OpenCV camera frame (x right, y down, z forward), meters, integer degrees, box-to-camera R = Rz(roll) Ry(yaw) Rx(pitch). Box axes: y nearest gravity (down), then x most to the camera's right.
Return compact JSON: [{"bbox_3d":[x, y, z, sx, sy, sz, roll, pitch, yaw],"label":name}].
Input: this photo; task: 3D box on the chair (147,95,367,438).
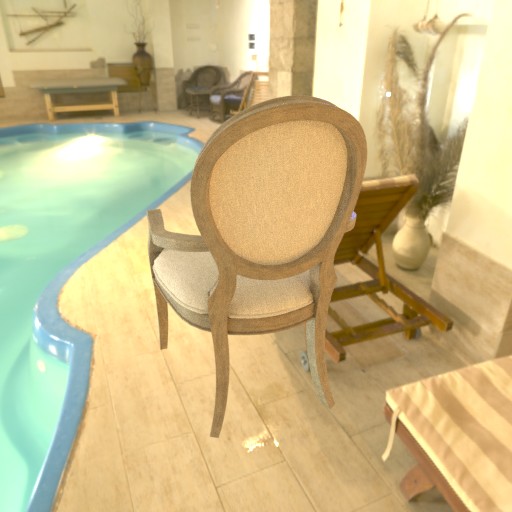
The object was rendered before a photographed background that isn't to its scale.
[{"bbox_3d":[0.000,0.000,1.362,0.611,0.991,0.602,-8,28,-16],"label":"chair"}]
